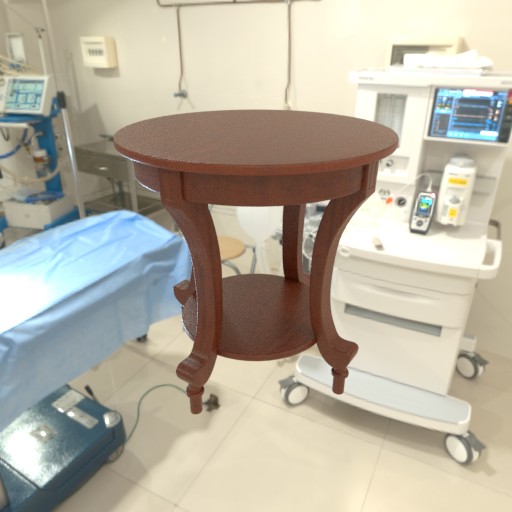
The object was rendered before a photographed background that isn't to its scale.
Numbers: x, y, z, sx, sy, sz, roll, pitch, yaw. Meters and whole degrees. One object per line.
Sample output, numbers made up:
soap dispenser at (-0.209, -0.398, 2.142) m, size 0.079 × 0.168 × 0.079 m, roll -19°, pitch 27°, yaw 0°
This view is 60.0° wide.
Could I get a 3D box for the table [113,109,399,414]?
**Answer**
table at (0.000, 0.000, 1.098) m, size 0.597 × 0.612 × 0.597 m, roll 0°, pitch 26°, yaw 0°
